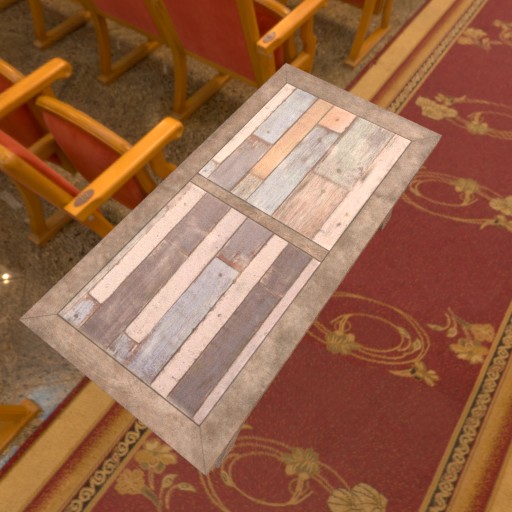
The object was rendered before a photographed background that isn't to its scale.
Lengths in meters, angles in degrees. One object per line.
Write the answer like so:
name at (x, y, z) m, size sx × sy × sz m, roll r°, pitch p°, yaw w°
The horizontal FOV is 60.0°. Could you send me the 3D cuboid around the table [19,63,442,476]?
table at (0.000, 0.000, 1.487) m, size 0.610 × 0.470 × 1.219 m, roll 32°, pitch 66°, yaw 17°
